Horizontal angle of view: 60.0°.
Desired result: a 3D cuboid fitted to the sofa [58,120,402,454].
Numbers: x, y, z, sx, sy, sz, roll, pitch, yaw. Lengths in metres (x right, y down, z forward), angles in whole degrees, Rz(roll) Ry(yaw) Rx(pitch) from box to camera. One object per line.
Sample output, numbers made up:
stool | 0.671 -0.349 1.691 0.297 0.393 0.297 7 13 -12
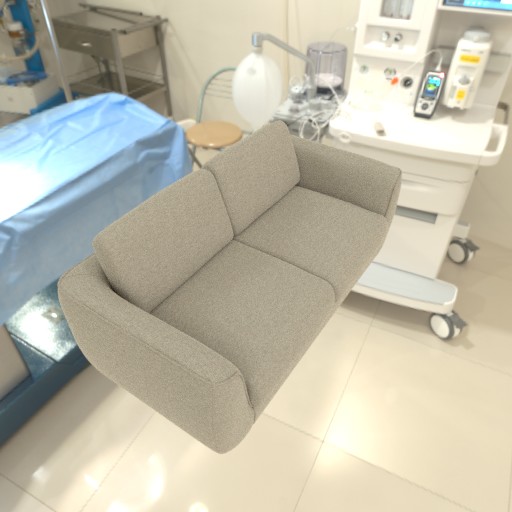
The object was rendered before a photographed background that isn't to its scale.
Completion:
sofa | 0.000 0.000 2.202 0.920 0.850 1.700 24 46 25
